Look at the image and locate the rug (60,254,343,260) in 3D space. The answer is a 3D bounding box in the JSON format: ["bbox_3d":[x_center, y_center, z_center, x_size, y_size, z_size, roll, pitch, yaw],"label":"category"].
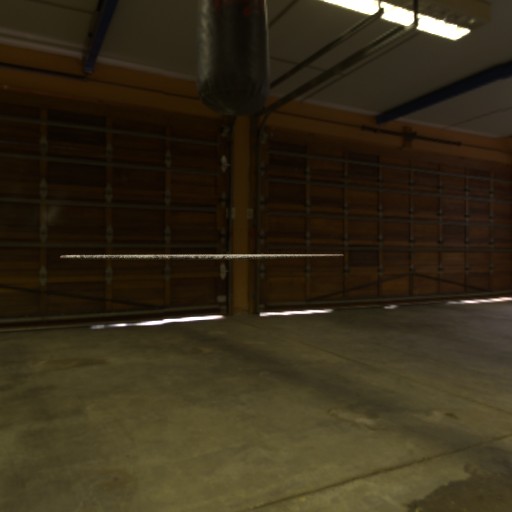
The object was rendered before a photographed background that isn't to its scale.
[{"bbox_3d":[0.000,0.000,2.542,0.719,0.013,2.305,0,0,18],"label":"rug"}]
